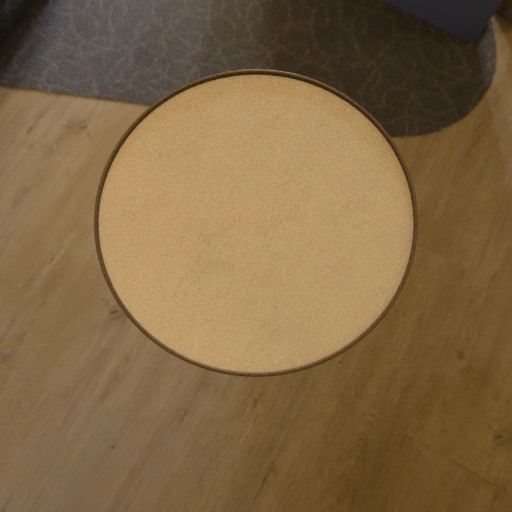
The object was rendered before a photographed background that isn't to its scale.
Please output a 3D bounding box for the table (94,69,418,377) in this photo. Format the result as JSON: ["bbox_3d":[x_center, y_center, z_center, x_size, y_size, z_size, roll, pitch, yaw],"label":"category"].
[{"bbox_3d":[0.000,0.000,0.931,0.480,0.565,0.480,0,76,0],"label":"table"}]
